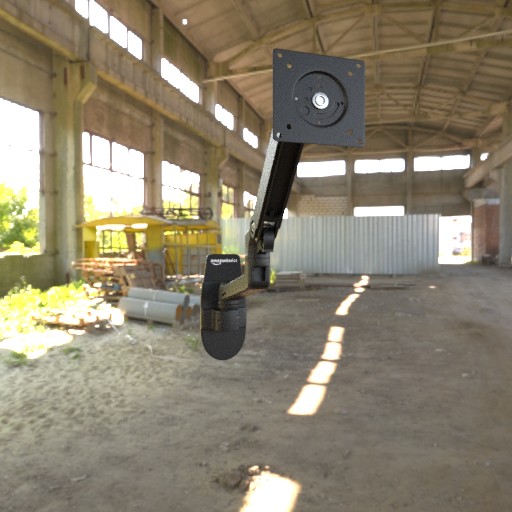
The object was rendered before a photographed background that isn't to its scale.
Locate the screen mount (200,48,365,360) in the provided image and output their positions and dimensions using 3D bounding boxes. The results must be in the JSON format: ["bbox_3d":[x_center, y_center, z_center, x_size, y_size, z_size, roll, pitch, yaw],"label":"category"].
[{"bbox_3d":[0.000,0.000,0.744,0.115,0.466,0.495,0,1,-17],"label":"screen mount"}]
